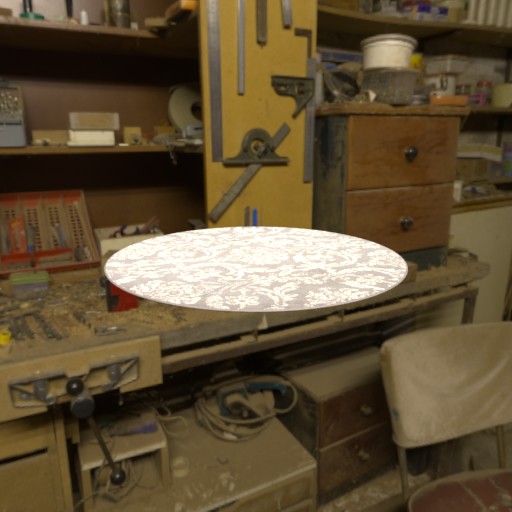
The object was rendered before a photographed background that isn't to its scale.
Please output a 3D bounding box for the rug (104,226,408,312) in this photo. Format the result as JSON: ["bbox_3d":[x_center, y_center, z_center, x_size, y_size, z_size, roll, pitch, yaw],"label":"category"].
[{"bbox_3d":[0.000,0.000,2.446,1.593,0.012,1.593,0,15,0],"label":"rug"}]
